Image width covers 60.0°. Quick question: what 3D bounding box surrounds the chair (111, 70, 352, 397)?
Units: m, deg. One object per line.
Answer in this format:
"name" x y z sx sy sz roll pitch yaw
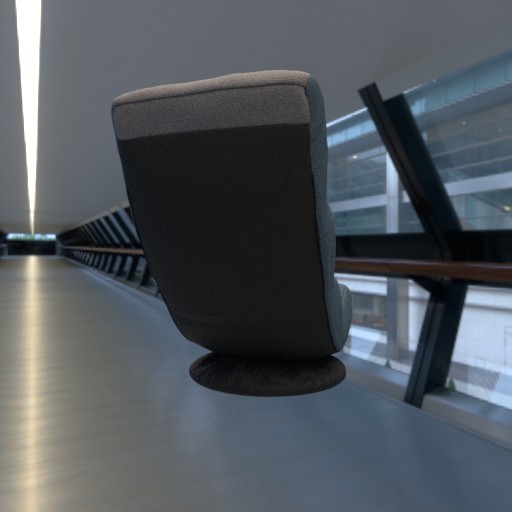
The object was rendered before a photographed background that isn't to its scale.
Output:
"chair" 0.000 0.000 1.081 0.420 0.641 0.661 0 0 18
